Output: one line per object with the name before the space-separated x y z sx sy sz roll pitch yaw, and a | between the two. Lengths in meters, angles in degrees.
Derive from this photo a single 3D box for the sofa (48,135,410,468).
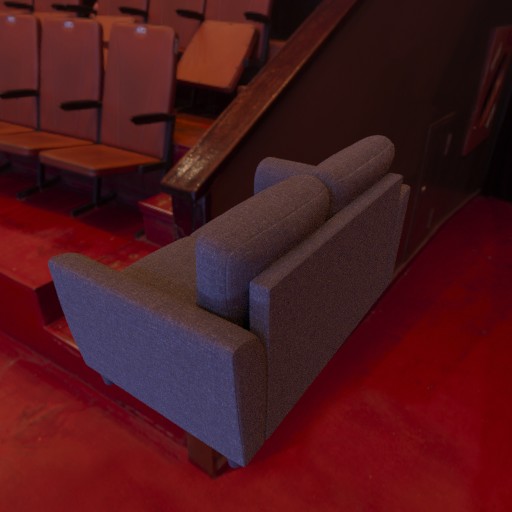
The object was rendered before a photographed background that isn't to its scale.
sofa | 0.000 0.000 1.944 0.851 0.885 1.423 20 36 30
